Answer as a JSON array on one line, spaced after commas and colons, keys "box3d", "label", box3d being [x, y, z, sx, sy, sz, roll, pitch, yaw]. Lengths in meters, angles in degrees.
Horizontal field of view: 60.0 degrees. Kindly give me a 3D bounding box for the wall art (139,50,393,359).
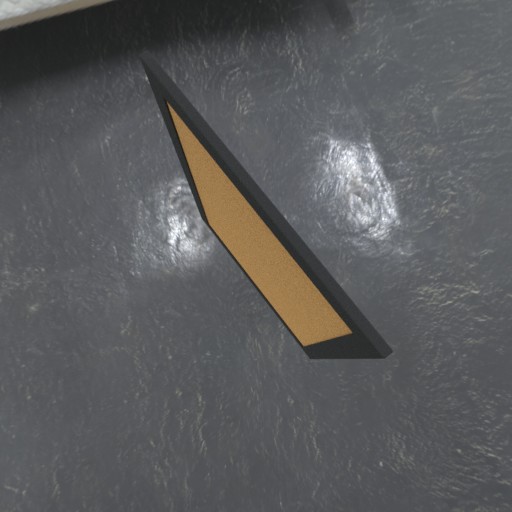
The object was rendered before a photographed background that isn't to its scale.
[{"box3d": [0.000, 0.000, 0.669, 0.012, 0.529, 0.374, -37, 80, -8], "label": "wall art"}]
